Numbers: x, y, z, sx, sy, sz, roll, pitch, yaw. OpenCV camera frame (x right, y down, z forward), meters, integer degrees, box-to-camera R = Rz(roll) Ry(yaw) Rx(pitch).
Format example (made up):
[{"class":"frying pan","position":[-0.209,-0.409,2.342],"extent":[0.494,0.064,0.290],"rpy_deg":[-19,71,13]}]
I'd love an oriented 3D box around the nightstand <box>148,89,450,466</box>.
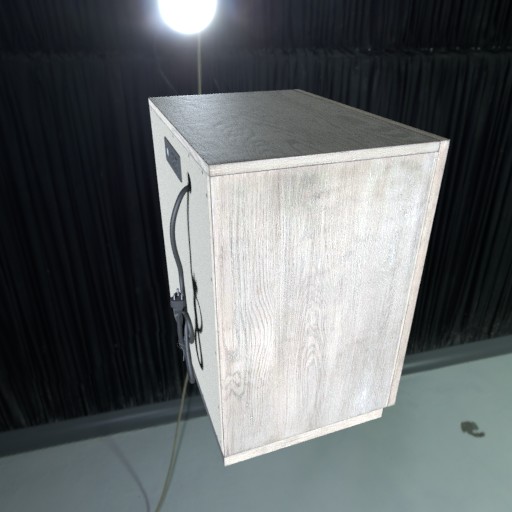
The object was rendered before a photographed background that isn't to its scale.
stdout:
[{"class":"nightstand","position":[0.000,0.000,1.091],"extent":[0.483,0.673,0.612],"rpy_deg":[-10,30,-17]}]
